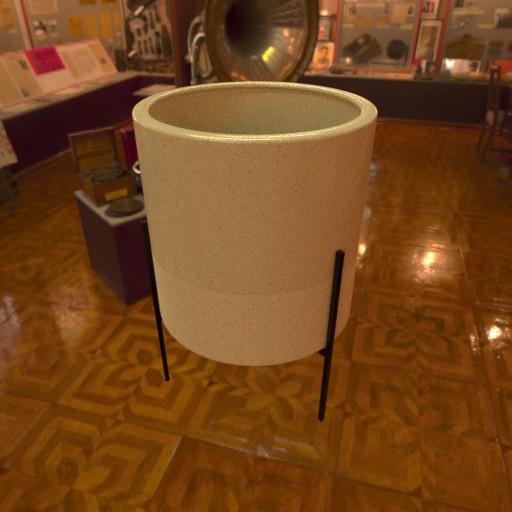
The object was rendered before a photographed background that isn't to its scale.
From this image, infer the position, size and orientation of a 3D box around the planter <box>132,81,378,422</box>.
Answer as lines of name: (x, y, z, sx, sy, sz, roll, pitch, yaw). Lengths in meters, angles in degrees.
planter: (0.000, 0.000, 0.708, 0.314, 0.475, 0.323, 10, 33, 15)
